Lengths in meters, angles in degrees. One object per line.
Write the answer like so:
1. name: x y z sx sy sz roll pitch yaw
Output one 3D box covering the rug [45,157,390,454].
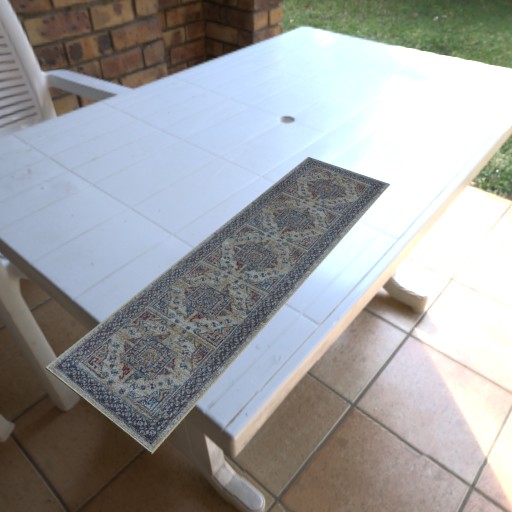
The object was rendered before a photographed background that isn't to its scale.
1. rug: 0.000 0.000 2.519 0.661 0.013 2.297 25 47 26
